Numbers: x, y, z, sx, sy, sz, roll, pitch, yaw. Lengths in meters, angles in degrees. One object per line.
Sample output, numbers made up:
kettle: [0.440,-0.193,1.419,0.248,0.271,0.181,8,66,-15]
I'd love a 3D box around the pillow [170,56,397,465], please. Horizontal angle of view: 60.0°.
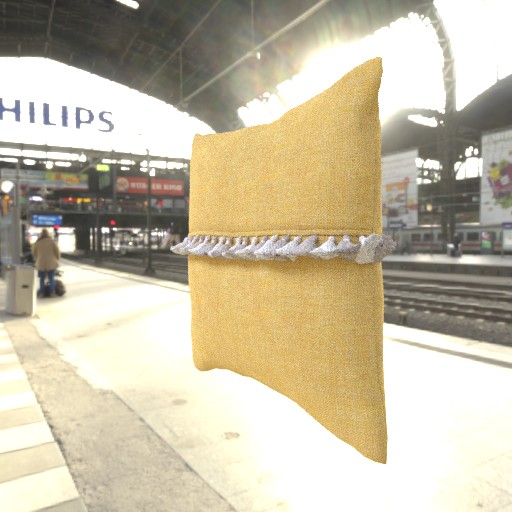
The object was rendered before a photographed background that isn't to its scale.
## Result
pillow: [0.000,0.000,0.698,0.167,0.481,0.485,-1,2,-35]
